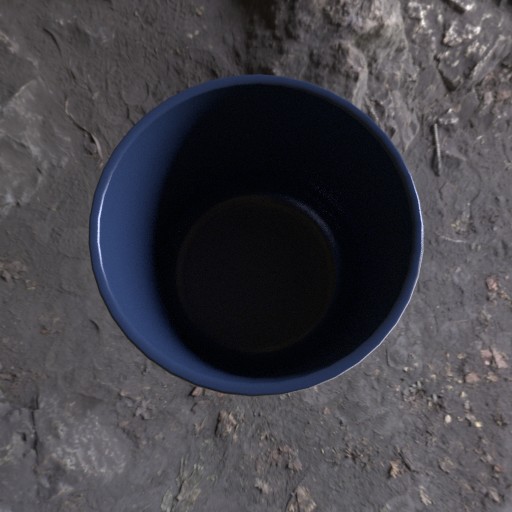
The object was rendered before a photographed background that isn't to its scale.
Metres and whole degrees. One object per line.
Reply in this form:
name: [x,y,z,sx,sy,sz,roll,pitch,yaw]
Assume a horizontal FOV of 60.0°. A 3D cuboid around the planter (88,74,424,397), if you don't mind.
planter: [0.000,0.000,0.318,0.182,0.165,0.182,0,77,0]
